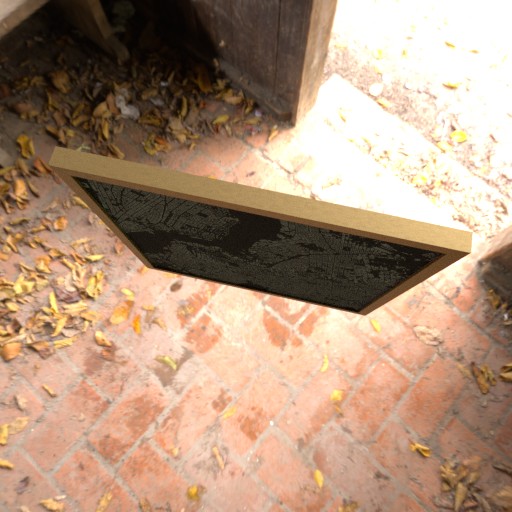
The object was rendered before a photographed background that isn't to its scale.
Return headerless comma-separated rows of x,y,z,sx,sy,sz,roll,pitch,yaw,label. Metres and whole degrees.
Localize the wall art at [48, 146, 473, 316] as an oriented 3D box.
0.000,0.000,2.912,1.926,1.926,0.099,12,75,3,wall art
